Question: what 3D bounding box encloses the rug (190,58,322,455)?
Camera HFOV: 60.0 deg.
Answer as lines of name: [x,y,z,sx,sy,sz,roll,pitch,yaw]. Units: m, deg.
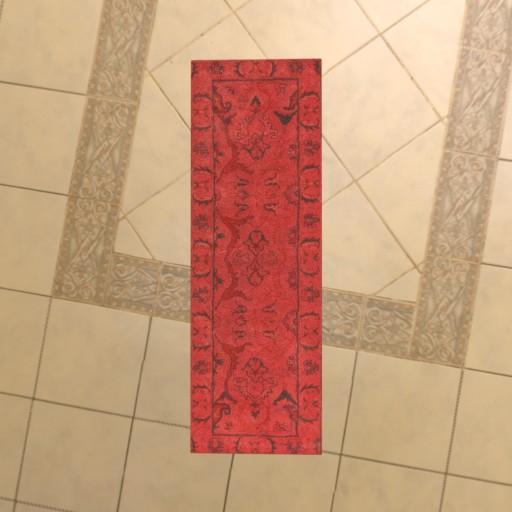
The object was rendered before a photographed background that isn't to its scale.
rug: [0.000,0.000,2.740,0.813,0.018,2.439,0,90,2]
